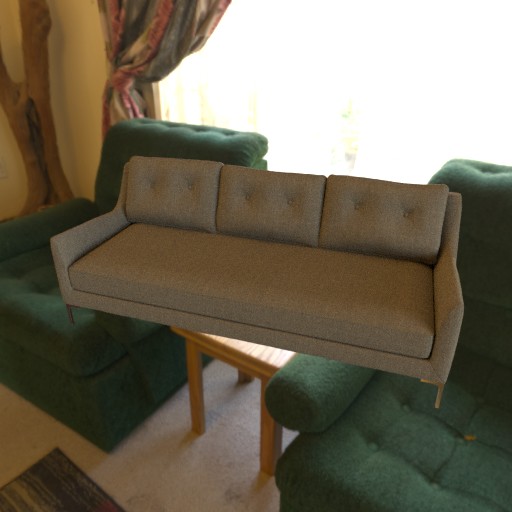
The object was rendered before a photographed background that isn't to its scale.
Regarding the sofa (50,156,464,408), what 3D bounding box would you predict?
[{"bbox_3d":[0.000,0.000,2.450,2.060,0.837,0.849,9,28,17],"label":"sofa"}]
